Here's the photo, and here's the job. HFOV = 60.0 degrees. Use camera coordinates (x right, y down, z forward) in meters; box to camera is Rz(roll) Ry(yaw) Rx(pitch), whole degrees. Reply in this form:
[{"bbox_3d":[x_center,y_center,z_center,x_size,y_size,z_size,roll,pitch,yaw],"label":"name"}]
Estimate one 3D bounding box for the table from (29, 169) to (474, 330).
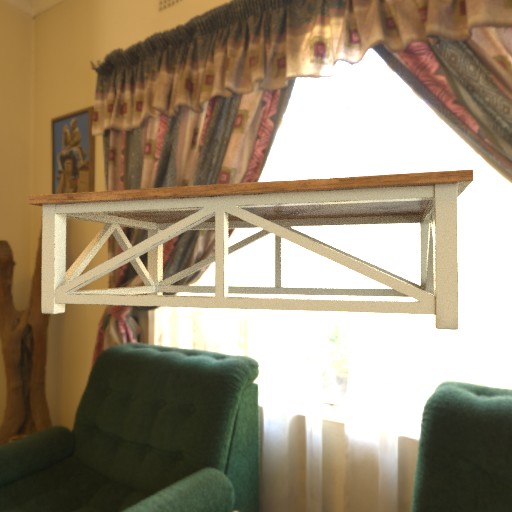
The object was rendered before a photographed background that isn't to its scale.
[{"bbox_3d":[0.000,0.000,1.703,1.400,0.410,0.800,0,-1,17],"label":"table"}]
